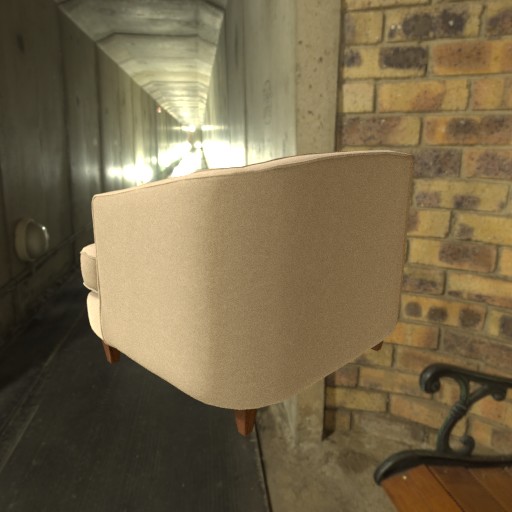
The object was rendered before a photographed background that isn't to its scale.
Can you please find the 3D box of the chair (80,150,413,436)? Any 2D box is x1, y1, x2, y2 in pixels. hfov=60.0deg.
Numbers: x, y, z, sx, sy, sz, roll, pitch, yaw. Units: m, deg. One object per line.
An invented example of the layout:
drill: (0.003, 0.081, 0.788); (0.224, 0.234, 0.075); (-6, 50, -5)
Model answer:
chair: (0.000, 0.000, 1.789); (1.104, 0.852, 0.941); (-15, 22, -42)
